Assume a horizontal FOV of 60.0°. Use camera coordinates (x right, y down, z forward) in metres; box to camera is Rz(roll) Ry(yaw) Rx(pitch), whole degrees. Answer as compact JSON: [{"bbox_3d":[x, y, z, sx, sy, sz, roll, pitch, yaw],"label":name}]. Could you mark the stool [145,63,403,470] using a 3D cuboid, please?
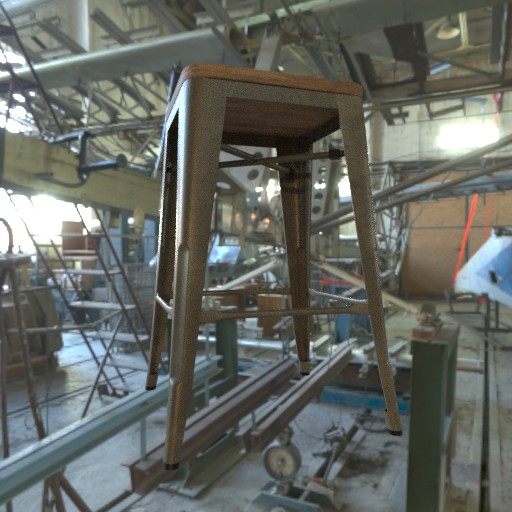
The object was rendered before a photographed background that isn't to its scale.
[{"bbox_3d":[0.000,0.000,0.883,0.407,0.607,0.407,0,1,-18],"label":"stool"}]
